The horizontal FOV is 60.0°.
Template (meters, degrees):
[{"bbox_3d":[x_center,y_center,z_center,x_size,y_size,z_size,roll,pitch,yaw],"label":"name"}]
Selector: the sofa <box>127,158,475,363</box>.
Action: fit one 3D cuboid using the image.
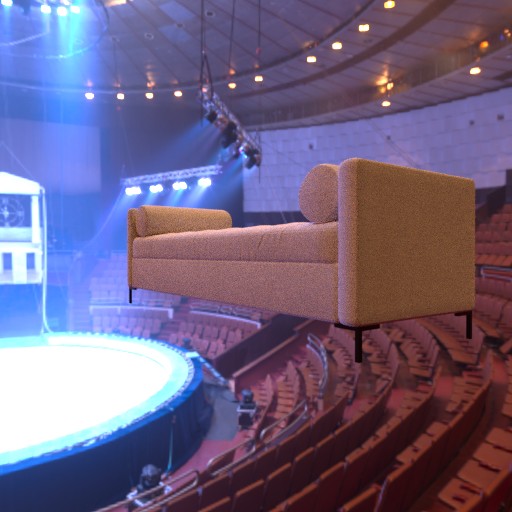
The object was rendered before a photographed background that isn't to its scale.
[{"bbox_3d":[0.000,0.000,2.324,0.686,0.635,1.981,0,0,-36],"label":"sofa"}]
